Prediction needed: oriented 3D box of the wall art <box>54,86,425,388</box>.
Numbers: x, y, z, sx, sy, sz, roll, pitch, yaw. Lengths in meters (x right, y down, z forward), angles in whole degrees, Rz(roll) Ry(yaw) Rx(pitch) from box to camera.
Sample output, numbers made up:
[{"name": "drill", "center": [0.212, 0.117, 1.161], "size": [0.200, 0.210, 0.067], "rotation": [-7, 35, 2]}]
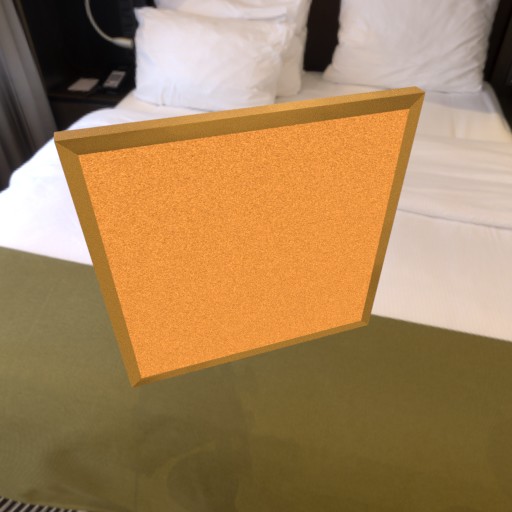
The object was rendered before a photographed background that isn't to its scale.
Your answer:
[{"name": "wall art", "center": [0.000, 0.000, 1.132], "size": [0.762, 0.762, 0.038], "rotation": [-12, 42, -14]}]
